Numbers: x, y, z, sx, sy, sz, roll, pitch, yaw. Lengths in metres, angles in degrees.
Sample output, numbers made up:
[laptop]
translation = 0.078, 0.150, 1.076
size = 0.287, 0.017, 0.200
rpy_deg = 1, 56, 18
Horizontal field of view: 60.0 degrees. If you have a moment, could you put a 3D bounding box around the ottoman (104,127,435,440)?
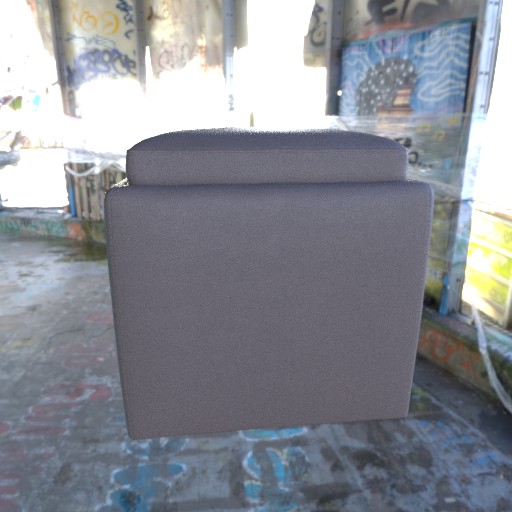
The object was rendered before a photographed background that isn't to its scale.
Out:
[ottoman]
translation = 0.000, 0.000, 0.822
size = 0.451, 0.460, 0.450
rpy_deg = -2, 17, -7
